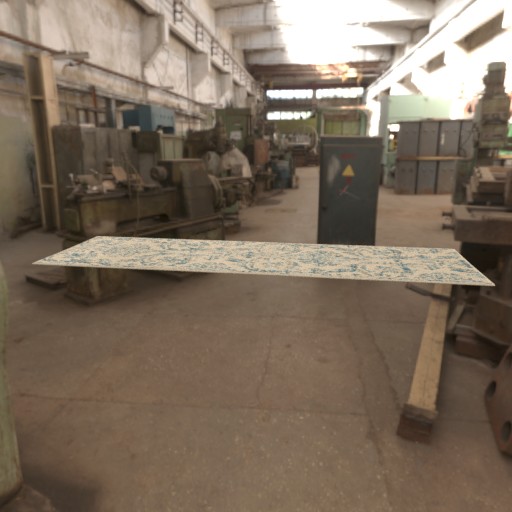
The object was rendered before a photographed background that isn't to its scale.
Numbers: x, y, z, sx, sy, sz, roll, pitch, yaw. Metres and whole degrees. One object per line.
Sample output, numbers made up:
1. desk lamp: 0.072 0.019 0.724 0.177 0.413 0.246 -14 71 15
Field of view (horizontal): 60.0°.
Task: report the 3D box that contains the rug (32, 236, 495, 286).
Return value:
1. rug: 0.000 0.000 2.393 2.196 0.011 0.662 2 15 9
